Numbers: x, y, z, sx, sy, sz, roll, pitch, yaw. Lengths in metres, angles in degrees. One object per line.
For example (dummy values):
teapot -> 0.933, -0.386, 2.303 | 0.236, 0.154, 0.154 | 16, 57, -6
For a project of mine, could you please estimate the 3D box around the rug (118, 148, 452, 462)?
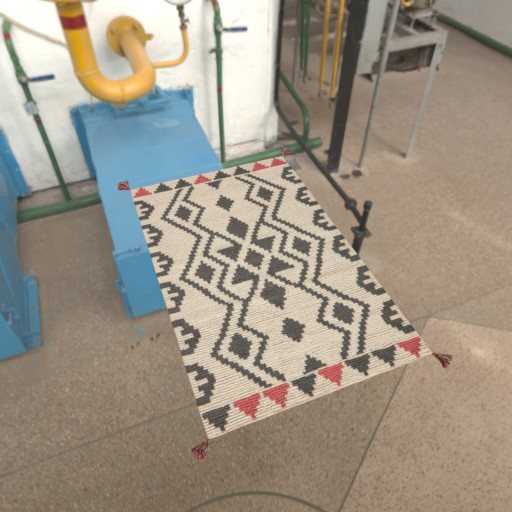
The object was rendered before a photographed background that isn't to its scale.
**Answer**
rug -> 0.000, 0.000, 3.454 | 1.741, 0.066, 2.672 | -16, 48, -15
